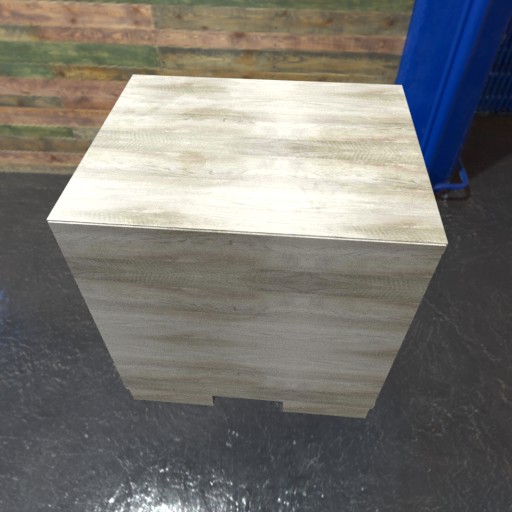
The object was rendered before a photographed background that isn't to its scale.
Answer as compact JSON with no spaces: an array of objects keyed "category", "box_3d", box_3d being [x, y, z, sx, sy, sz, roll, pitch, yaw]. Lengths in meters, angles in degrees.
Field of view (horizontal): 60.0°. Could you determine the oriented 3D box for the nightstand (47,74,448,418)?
[{"category":"nightstand","box_3d":[0.000,0.000,0.748,0.427,0.448,0.347,4,47,3]}]
